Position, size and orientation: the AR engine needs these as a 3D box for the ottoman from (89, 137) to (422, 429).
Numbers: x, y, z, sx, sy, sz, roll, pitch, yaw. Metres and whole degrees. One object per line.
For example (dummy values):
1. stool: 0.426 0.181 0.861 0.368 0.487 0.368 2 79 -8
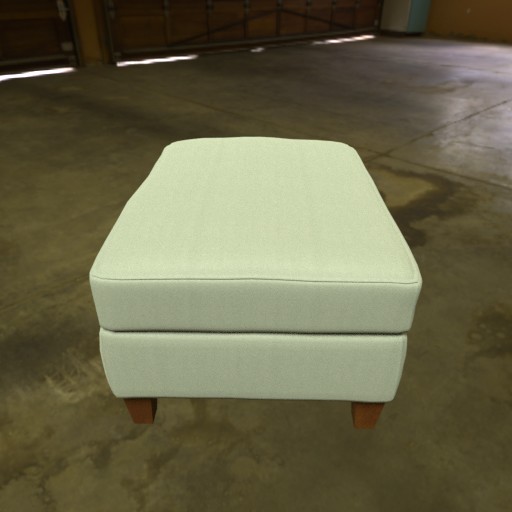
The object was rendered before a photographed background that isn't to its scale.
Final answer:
1. ottoman: 0.000 0.000 1.228 0.634 0.496 0.818 1 31 1
